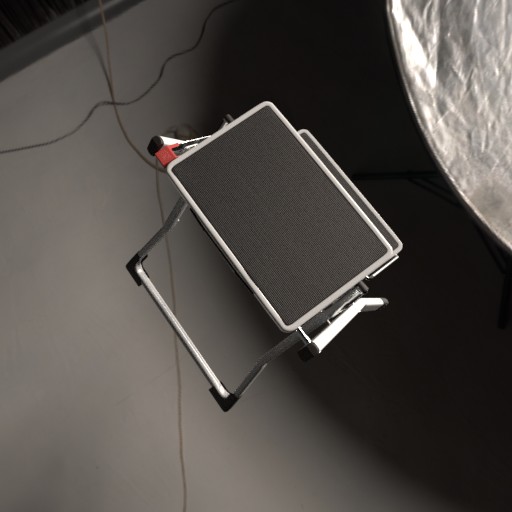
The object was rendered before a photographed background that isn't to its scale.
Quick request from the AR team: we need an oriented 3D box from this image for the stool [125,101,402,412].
[{"bbox_3d":[0.000,0.000,0.870,0.490,0.445,0.485,-35,79,-8],"label":"stool"}]
